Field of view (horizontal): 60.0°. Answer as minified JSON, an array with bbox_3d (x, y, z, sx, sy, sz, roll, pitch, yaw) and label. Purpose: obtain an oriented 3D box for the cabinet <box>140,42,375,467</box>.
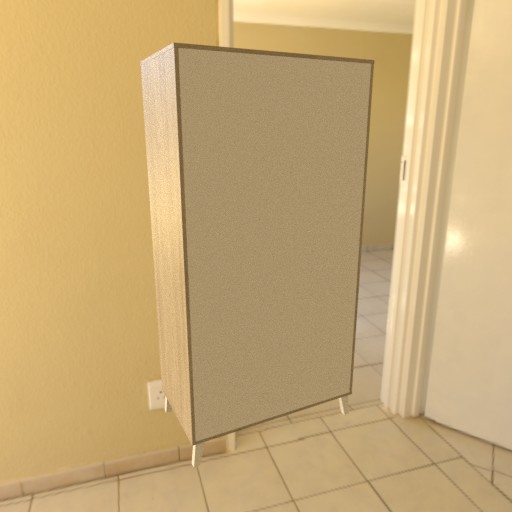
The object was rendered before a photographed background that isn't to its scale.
[{"bbox_3d":[0.000,0.000,2.458,1.006,1.999,0.571,-8,18,-26],"label":"cabinet"}]
